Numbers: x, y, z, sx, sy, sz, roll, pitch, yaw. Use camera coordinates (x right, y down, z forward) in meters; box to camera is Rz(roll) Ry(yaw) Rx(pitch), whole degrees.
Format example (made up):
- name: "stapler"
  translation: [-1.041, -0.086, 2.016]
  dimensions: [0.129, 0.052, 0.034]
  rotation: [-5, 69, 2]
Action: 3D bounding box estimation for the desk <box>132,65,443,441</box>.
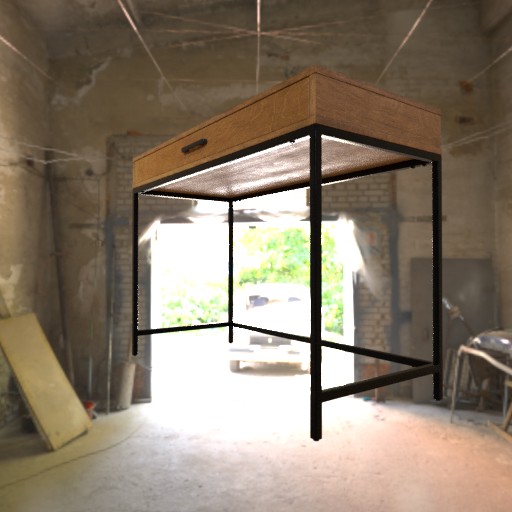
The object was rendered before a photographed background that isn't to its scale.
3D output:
- name: "desk"
  translation: [0.000, 0.000, 1.434]
  dimensions: [0.470, 0.762, 1.016]
  rotation: [0, -1, -36]
